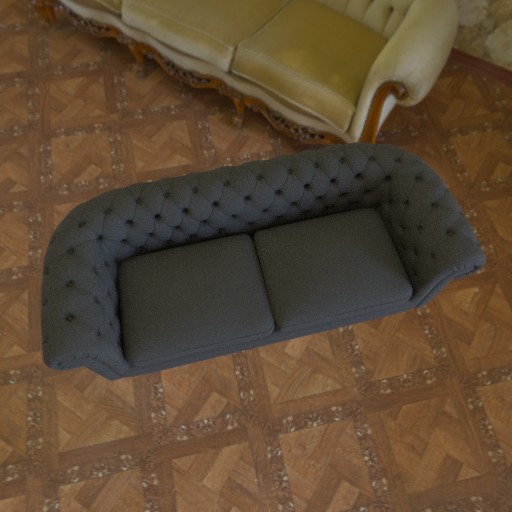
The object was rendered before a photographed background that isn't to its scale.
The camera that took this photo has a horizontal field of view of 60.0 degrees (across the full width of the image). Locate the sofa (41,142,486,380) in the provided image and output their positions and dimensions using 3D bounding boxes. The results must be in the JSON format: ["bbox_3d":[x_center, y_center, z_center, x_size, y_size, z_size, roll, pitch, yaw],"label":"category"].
[{"bbox_3d":[0.000,0.000,2.715,2.362,0.762,0.991,-12,64,-6],"label":"sofa"}]
